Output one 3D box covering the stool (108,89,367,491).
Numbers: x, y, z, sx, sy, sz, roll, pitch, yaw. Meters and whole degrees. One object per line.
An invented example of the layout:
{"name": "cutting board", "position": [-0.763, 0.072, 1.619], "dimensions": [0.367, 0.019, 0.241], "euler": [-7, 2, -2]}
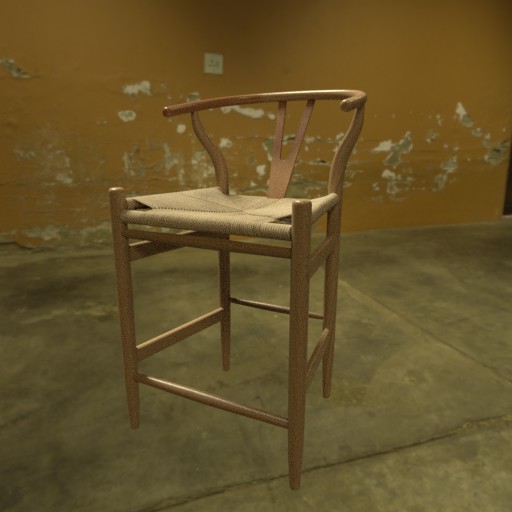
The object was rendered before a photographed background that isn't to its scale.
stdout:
{"name": "stool", "position": [0.000, 0.000, 1.245], "dimensions": [0.536, 0.923, 0.575], "euler": [7, 16, 27]}
